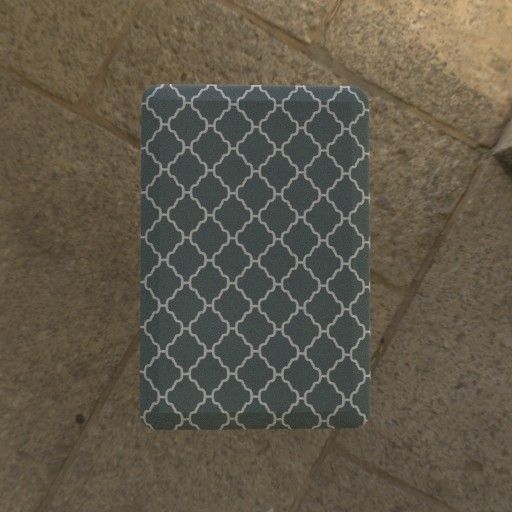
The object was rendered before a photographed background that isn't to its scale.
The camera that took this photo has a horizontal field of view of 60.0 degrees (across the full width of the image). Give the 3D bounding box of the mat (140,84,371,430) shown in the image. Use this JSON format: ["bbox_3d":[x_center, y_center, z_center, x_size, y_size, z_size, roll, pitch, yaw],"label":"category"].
[{"bbox_3d":[0.000,0.000,0.975,0.508,0.021,0.762,0,89,-1],"label":"mat"}]
